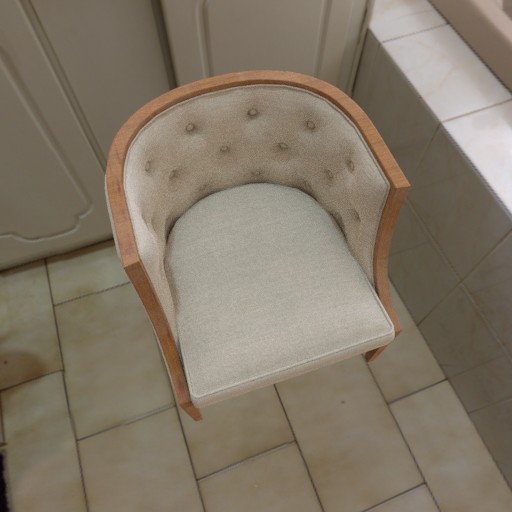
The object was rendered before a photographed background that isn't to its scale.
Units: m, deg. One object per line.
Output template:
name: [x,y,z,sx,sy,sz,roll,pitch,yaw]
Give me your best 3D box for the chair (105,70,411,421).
chair: [0.000,0.000,1.390,0.711,0.775,0.757,-16,64,-8]
